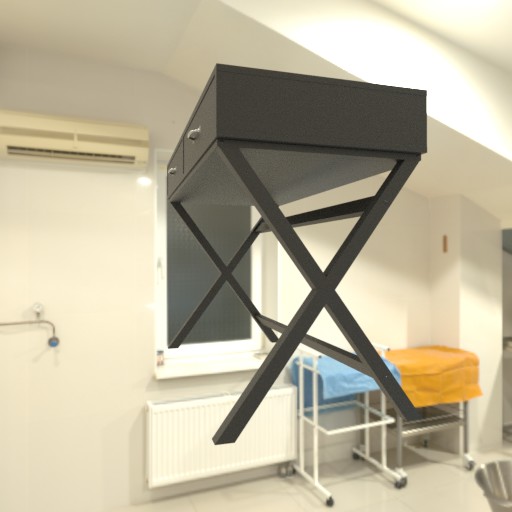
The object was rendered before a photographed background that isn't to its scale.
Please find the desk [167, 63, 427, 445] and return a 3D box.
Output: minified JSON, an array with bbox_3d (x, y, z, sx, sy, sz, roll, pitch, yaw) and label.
[{"bbox_3d":[0.000,0.000,1.473,0.525,0.780,1.057,0,0,-17],"label":"desk"}]
